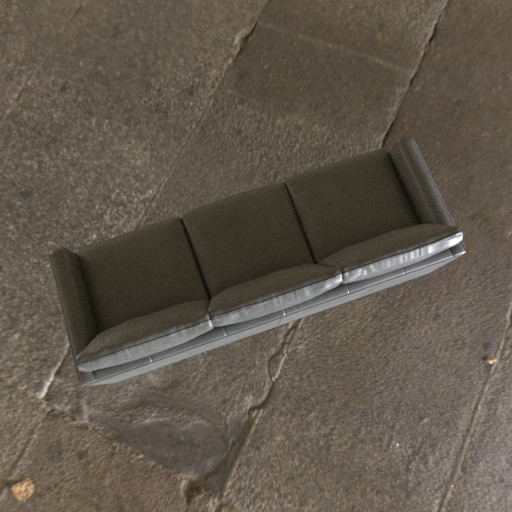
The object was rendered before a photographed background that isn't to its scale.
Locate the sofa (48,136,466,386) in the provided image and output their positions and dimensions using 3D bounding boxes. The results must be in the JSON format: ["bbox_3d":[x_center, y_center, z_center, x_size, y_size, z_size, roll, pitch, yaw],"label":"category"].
[{"bbox_3d":[0.000,0.000,2.404,2.029,0.805,0.748,-19,77,-5],"label":"sofa"}]
